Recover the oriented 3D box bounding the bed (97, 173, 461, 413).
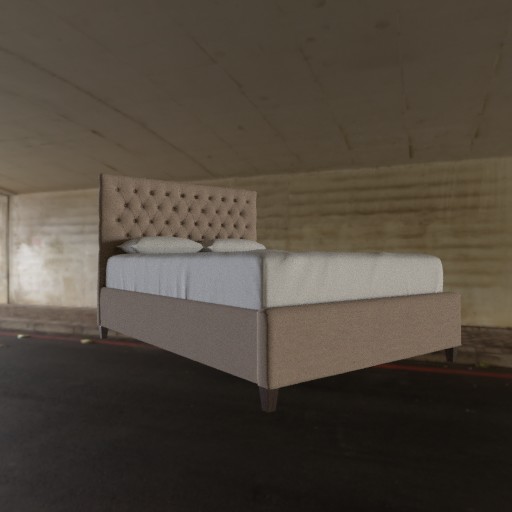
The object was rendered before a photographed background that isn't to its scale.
[{"bbox_3d":[0.000,0.000,3.420,1.698,1.427,2.387,0,0,-37],"label":"bed"}]
